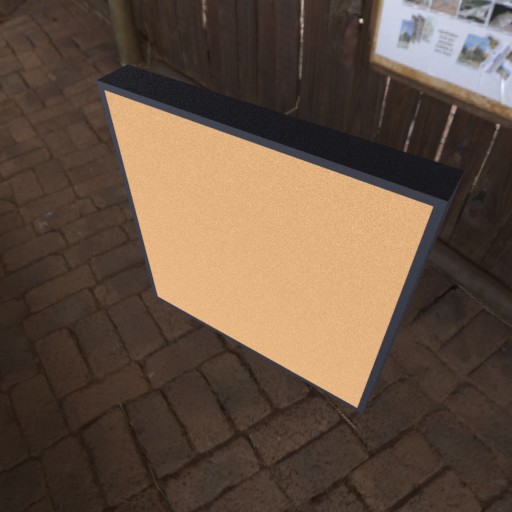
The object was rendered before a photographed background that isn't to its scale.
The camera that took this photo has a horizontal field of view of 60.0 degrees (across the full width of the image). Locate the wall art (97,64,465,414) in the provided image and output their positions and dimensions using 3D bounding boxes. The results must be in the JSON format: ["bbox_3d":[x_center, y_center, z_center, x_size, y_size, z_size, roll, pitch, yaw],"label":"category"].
[{"bbox_3d":[0.000,0.000,0.449,0.304,0.304,0.038,25,51,22],"label":"wall art"}]
